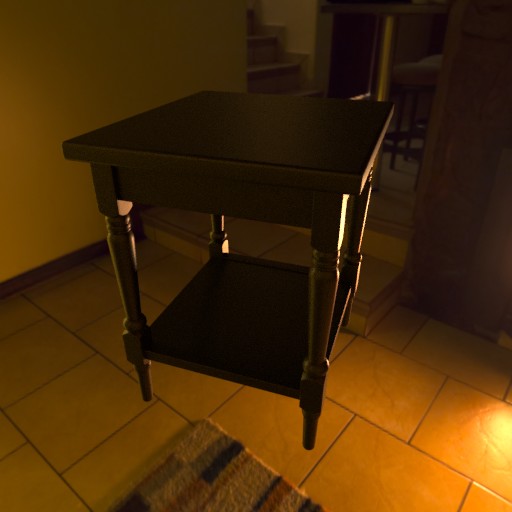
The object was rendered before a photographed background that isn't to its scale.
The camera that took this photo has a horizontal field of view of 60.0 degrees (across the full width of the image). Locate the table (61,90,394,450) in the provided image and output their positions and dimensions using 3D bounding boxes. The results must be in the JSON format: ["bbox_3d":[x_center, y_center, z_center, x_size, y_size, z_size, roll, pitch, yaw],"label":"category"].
[{"bbox_3d":[0.000,0.000,0.929,0.442,0.565,0.488,10,31,17],"label":"table"}]
